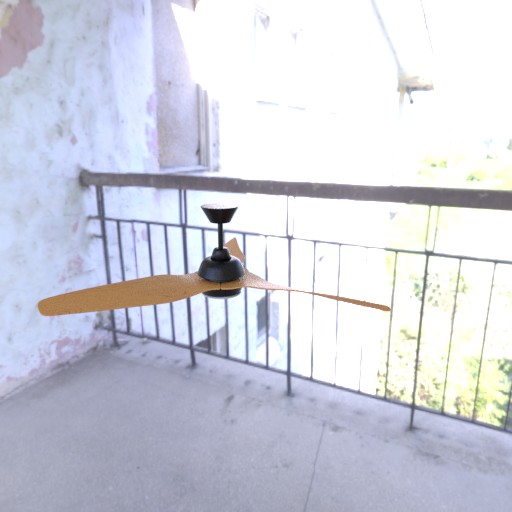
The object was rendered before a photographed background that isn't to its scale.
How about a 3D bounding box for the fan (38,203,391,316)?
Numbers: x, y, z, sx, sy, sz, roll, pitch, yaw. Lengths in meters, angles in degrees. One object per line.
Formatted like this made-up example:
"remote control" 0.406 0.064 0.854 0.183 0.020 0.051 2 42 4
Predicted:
"fan" 0.000 0.000 1.651 1.010 0.355 1.142 8 17 28
